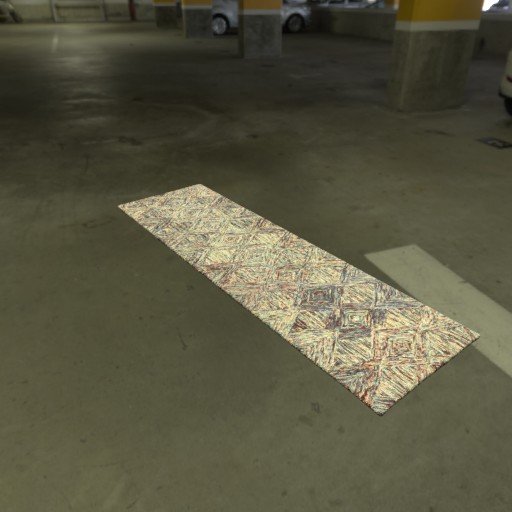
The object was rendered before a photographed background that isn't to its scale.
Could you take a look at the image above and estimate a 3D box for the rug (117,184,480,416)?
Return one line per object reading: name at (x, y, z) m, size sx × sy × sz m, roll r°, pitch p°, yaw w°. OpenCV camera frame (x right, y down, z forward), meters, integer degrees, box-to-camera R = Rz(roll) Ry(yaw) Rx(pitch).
rug at (0.000, 0.000, 2.515) m, size 0.688 × 0.015 × 2.292 m, roll -22°, pitch 37°, yaw -32°
